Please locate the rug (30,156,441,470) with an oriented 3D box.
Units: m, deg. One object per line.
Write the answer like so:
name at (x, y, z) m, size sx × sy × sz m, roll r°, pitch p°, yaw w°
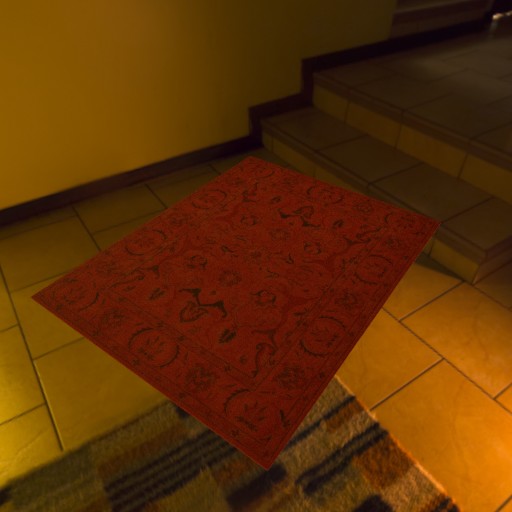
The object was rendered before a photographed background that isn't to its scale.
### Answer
rug at (0.000, 0.000, 3.899) m, size 2.300 × 0.012 × 2.929 m, roll 25°, pitch 46°, yaw 27°
